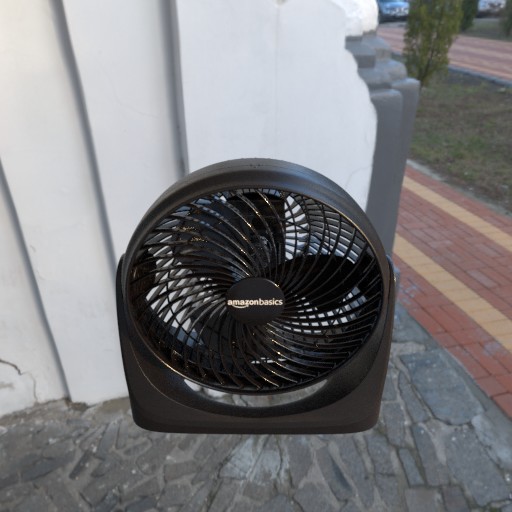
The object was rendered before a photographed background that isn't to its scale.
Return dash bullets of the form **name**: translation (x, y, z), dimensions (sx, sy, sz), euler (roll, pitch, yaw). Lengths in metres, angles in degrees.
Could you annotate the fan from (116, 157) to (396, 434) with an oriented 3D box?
- **fan**: translation (0.000, 0.000, 0.494), dimensions (0.273, 0.277, 0.256), euler (0, 31, 0)
